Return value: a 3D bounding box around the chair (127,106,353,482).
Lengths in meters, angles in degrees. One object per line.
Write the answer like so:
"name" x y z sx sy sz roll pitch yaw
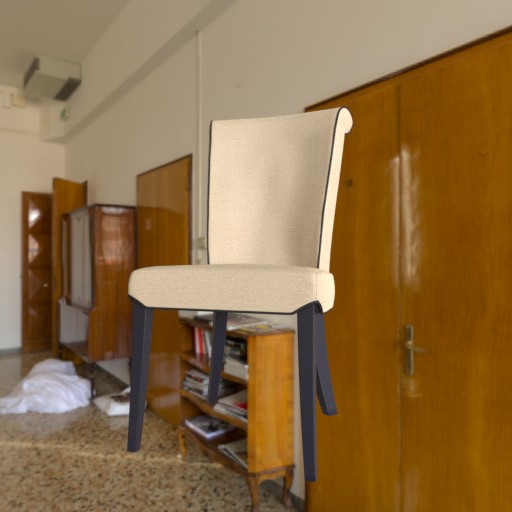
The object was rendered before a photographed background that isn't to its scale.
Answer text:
"chair" 0.000 0.000 1.343 0.522 0.997 0.623 0 0 19
